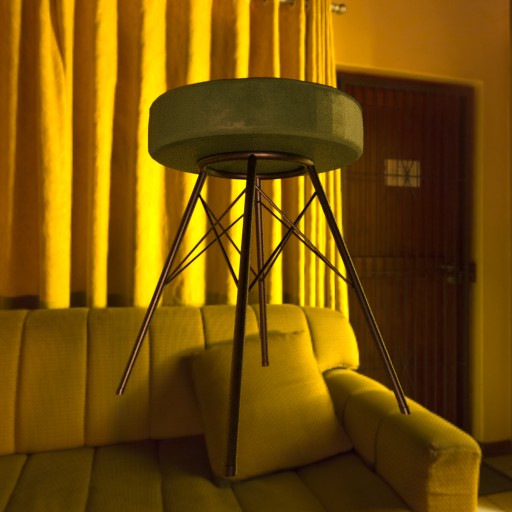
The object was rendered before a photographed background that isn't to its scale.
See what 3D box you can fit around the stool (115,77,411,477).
[{"bbox_3d":[0.000,0.000,0.903,0.430,0.595,0.457,0,0,-36],"label":"stool"}]
